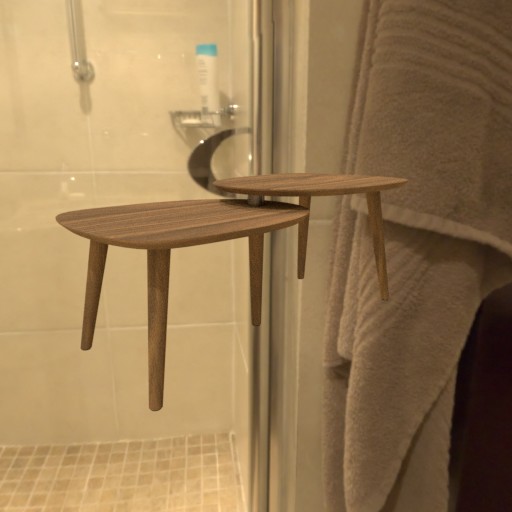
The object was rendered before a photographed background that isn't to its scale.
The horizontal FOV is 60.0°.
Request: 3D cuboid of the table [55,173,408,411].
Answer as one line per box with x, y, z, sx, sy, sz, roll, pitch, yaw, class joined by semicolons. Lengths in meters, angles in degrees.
0.000;0.000;1.341;1.084;0.429;0.527;-14;20;-43;table
